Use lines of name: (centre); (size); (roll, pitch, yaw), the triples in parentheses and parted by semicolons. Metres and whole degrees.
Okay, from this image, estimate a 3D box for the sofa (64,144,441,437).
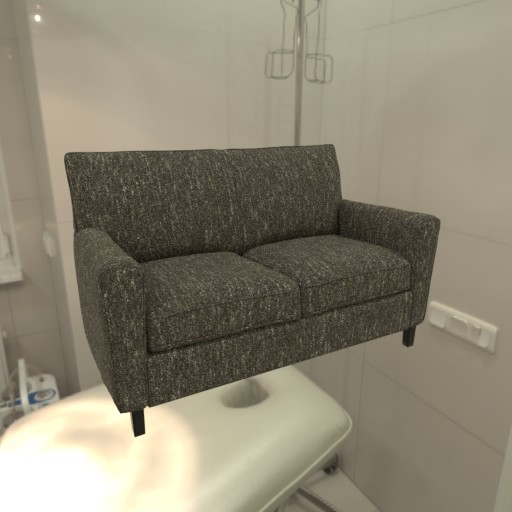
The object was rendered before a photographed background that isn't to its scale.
sofa: (0.000, 0.000, 2.054); (1.519, 0.946, 0.801); (-9, 20, -27)
